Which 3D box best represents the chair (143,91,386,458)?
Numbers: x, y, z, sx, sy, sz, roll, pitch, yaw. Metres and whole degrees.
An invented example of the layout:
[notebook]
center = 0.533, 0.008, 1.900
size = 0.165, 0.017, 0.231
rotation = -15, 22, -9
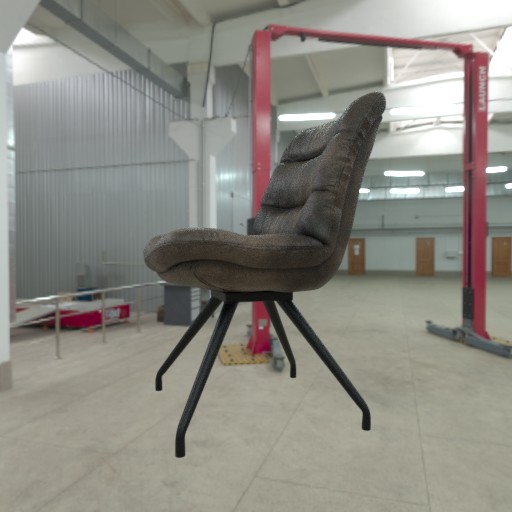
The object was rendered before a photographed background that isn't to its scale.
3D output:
[chair]
center = 0.000, 0.000, 1.274
size = 0.622, 0.870, 0.549
rotation = 0, 1, -18
